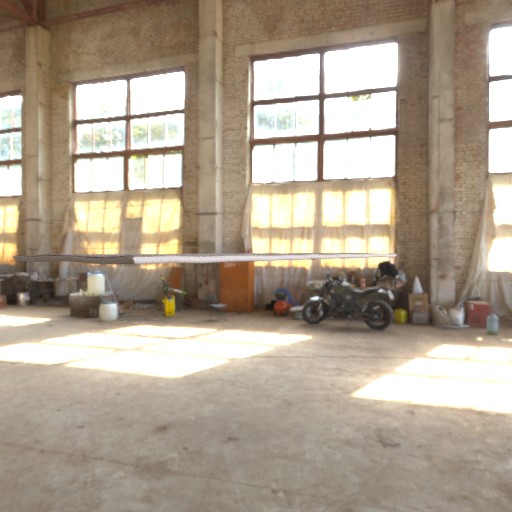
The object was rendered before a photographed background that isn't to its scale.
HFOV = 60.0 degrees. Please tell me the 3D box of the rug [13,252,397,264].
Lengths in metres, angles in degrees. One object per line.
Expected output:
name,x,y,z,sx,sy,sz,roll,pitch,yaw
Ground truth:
rug,0.000,0.000,2.610,0.832,0.035,2.381,0,1,37
